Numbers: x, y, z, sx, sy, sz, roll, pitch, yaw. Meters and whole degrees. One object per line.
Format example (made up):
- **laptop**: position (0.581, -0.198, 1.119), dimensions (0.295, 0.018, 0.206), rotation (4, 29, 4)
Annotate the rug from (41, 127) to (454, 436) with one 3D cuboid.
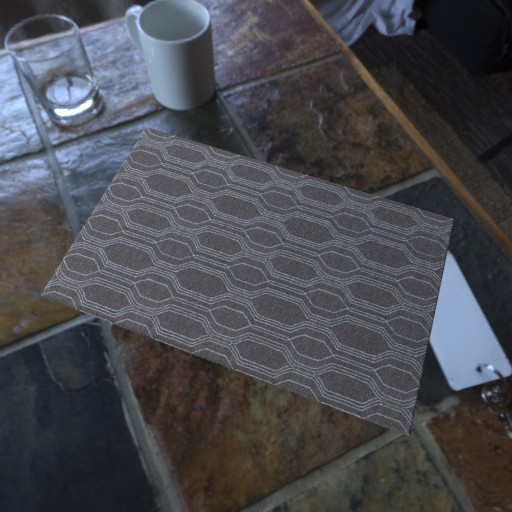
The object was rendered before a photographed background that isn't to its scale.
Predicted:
- **rug**: position (0.000, 0.000, 3.046), dimensions (2.457, 0.012, 1.541), rotation (19, 65, 9)
